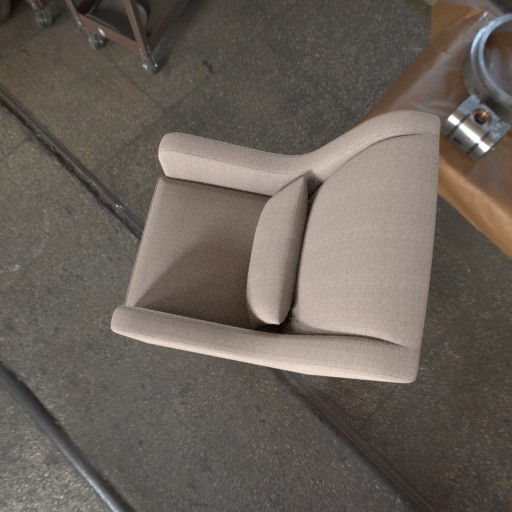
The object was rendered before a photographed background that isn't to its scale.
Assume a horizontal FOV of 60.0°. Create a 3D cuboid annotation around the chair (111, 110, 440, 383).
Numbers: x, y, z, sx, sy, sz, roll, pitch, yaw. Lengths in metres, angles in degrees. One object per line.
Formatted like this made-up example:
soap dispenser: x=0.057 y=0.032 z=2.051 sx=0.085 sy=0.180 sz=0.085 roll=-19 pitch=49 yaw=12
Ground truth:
chair: x=0.000 y=0.000 z=1.575 sx=0.890 sy=1.017 sz=0.715 roll=10 pitch=75 yaw=3
